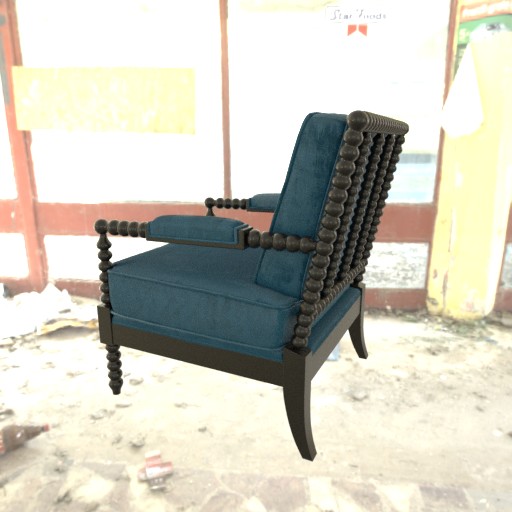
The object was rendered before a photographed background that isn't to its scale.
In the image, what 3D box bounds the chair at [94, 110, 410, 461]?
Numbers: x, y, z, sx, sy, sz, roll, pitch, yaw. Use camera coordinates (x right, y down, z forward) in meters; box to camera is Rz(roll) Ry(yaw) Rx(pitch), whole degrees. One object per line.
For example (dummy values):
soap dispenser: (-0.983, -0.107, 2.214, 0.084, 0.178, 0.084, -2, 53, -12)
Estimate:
chair: (0.000, 0.000, 1.431, 0.805, 0.857, 0.688, 7, 16, 25)
